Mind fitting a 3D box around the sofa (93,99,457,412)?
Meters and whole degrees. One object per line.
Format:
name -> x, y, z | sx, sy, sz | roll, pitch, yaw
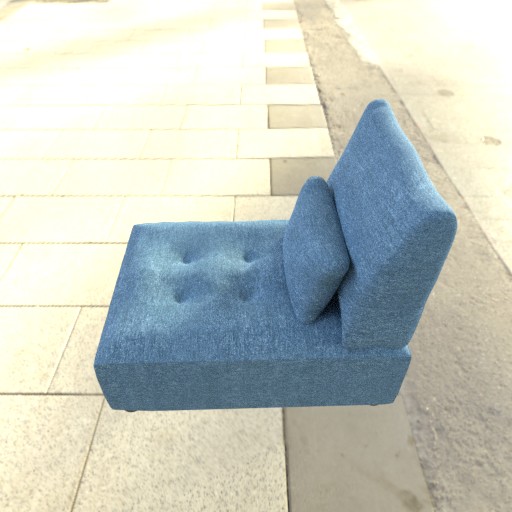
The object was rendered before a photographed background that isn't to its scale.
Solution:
sofa -> 0.000, 0.000, 1.515 | 1.000, 0.820, 0.700 | -1, 42, -1
